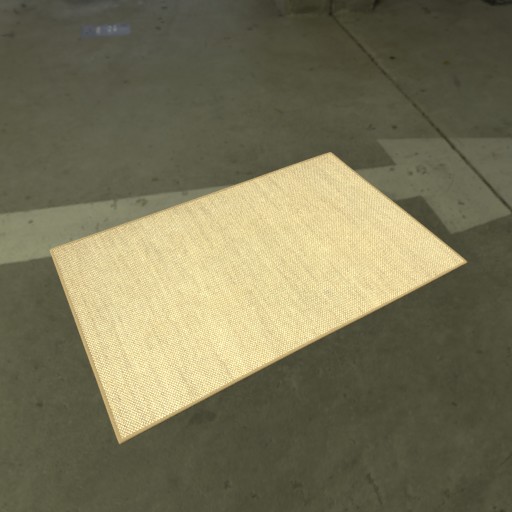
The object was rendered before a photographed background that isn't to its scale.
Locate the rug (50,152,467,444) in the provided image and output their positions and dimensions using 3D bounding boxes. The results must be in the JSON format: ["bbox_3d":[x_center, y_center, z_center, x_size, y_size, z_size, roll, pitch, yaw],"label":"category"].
[{"bbox_3d":[0.000,0.000,2.088,1.667,0.013,1.062,-23,50,-20],"label":"rug"}]
